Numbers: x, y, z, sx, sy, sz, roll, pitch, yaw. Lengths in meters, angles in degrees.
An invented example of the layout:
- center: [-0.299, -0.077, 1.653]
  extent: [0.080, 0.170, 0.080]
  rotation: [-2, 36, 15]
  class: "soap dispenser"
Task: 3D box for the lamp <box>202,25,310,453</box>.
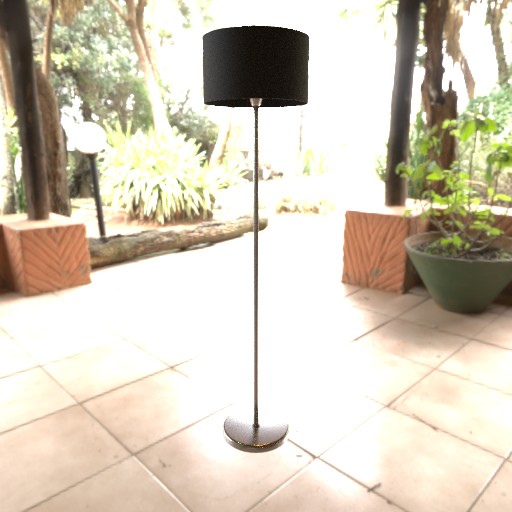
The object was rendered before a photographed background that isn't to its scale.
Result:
- center: [0.000, 0.000, 1.606]
  extent: [0.348, 1.443, 0.348]
  rotation: [-13, 19, -43]
  class: "lamp"
